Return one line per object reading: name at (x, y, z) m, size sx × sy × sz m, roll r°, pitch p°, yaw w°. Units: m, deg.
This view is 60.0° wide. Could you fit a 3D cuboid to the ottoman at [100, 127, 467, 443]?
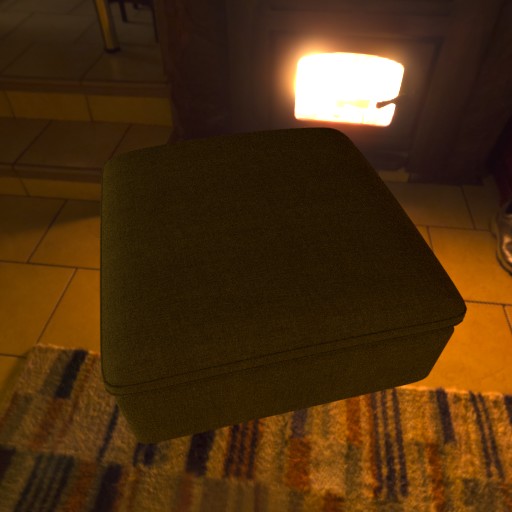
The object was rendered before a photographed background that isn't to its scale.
ottoman at (0.000, 0.000, 1.673) m, size 1.067 × 0.559 × 1.067 m, roll -10°, pitch 47°, yaw -9°
